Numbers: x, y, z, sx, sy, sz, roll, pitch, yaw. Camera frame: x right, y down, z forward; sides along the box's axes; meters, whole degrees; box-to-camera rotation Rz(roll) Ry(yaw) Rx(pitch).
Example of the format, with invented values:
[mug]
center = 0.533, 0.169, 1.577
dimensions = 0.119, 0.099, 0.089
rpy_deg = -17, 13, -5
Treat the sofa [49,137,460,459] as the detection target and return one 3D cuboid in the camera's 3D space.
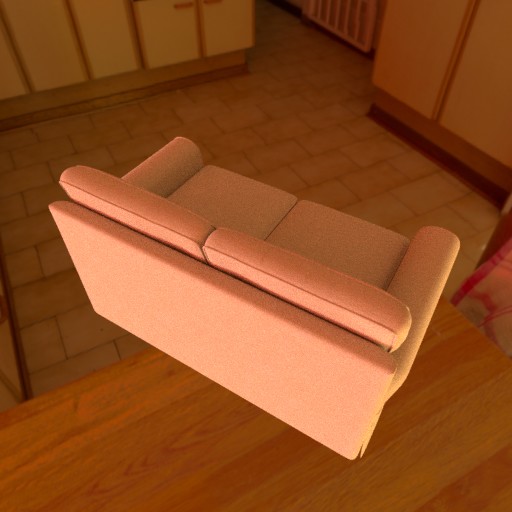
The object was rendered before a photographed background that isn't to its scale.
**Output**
[sofa]
center = 0.000, 0.000, 2.244
dimensions = 1.727, 0.940, 0.991
rpy_deg = 24, 51, 21
